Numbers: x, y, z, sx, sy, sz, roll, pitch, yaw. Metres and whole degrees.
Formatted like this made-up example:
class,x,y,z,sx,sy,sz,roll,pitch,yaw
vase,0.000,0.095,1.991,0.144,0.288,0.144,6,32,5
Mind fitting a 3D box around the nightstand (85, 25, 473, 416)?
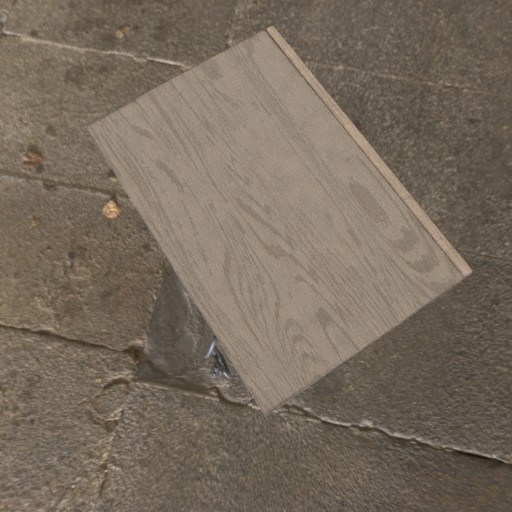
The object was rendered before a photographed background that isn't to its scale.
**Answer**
class,x,y,z,sx,sy,sz,roll,pitch,yaw
nightstand,0.000,0.000,1.104,0.483,0.673,0.612,-32,76,-9
